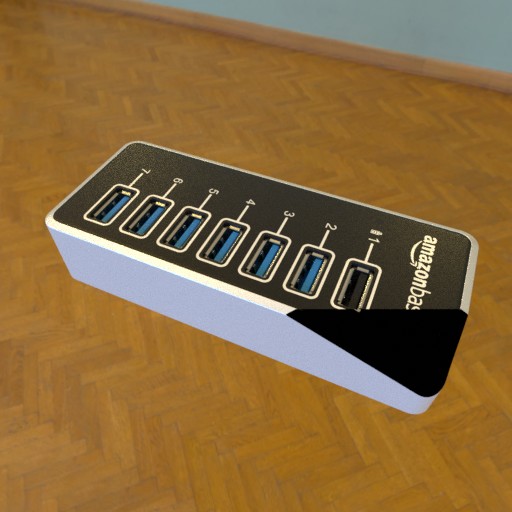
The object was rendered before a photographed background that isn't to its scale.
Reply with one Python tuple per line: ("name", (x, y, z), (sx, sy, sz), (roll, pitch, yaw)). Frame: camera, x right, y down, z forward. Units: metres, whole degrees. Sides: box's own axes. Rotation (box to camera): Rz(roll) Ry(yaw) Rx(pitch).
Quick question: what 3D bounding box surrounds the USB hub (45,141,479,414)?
("USB hub", (0.000, 0.000, 0.126), (0.110, 0.023, 0.044), (19, 51, 16))
